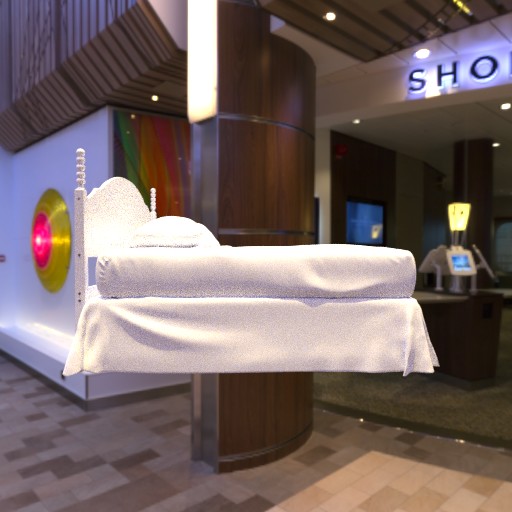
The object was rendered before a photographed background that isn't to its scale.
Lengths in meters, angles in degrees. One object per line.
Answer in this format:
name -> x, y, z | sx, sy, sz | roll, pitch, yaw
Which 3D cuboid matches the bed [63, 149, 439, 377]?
bed -> 0.000, 0.000, 3.658 | 2.219, 1.355, 2.322 | 0, 1, 0
